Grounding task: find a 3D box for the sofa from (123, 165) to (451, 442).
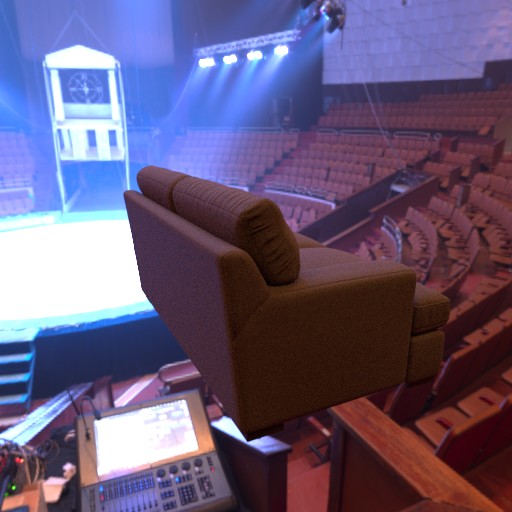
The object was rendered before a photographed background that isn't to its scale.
[{"bbox_3d":[0.000,0.000,2.551,1.140,0.950,1.869,-8,18,-25],"label":"sofa"}]
